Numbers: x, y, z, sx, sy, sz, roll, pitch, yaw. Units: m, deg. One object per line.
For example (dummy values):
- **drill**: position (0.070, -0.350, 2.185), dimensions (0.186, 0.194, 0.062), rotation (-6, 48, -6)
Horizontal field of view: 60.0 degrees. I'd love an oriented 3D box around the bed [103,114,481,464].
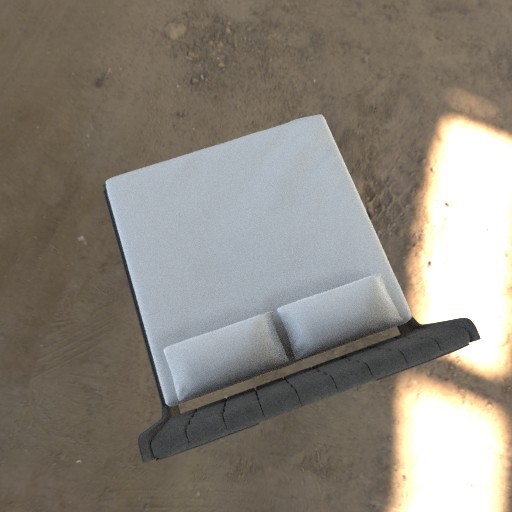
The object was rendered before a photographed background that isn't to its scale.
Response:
- **bed**: position (0.000, 0.000, 2.520), dimensions (1.531, 0.933, 1.638), rotation (-18, 75, -5)
